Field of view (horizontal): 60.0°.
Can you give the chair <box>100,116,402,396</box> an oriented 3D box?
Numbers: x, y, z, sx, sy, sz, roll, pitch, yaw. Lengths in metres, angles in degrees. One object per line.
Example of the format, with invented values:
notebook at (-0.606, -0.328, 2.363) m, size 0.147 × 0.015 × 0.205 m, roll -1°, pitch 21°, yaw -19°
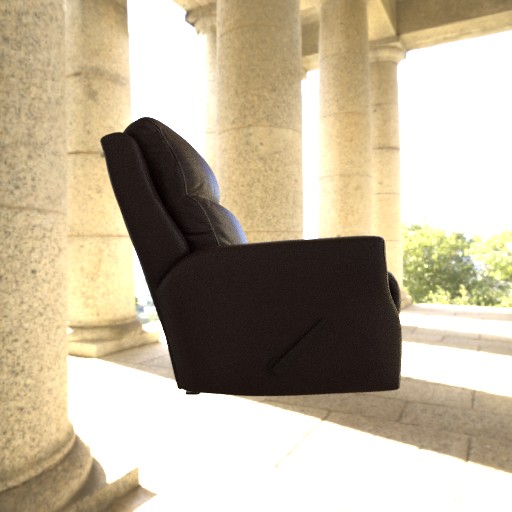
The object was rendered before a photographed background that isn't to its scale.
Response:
chair at (0.000, 0.000, 1.848) m, size 1.080 × 1.030 × 0.829 m, roll 0°, pitch 1°, yaw -1°
